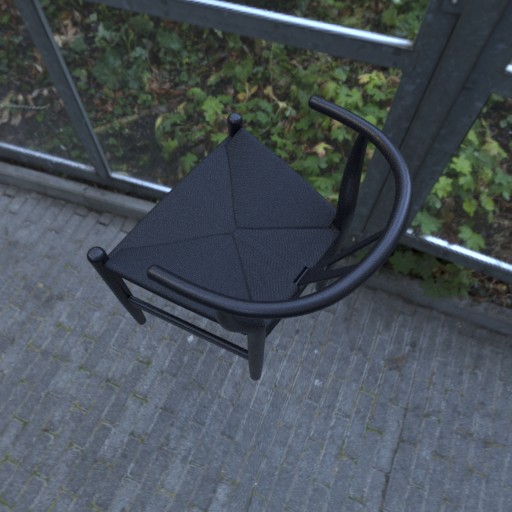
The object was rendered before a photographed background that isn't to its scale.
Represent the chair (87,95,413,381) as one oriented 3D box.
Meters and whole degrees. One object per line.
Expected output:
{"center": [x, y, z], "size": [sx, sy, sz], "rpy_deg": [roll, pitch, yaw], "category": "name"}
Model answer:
{"center": [0.000, 0.000, 1.147], "size": [0.579, 0.730, 0.569], "rpy_deg": [34, 68, 16], "category": "chair"}
